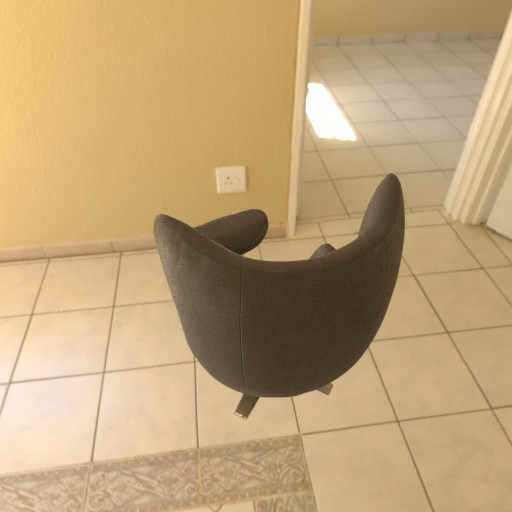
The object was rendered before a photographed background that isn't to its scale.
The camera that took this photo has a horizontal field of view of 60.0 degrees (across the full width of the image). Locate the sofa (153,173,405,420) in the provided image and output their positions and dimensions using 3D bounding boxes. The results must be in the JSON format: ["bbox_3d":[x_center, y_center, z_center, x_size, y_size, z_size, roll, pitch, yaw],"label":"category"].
[{"bbox_3d":[0.000,0.000,2.095,0.894,1.135,1.444,-12,44,-13],"label":"sofa"}]
